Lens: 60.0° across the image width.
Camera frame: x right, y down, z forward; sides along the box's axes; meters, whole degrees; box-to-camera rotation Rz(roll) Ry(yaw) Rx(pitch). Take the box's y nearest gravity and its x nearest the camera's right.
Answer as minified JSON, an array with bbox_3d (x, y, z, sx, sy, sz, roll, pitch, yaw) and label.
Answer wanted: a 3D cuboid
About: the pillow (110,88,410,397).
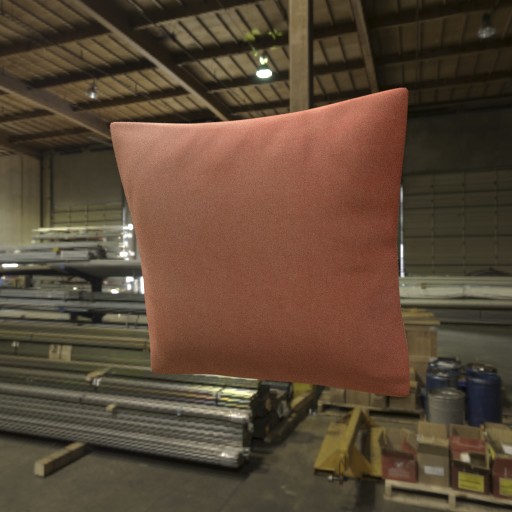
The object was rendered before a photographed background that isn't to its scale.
[{"bbox_3d":[0.000,0.000,0.648,0.424,0.401,0.177,0,-1,19],"label":"pillow"}]
